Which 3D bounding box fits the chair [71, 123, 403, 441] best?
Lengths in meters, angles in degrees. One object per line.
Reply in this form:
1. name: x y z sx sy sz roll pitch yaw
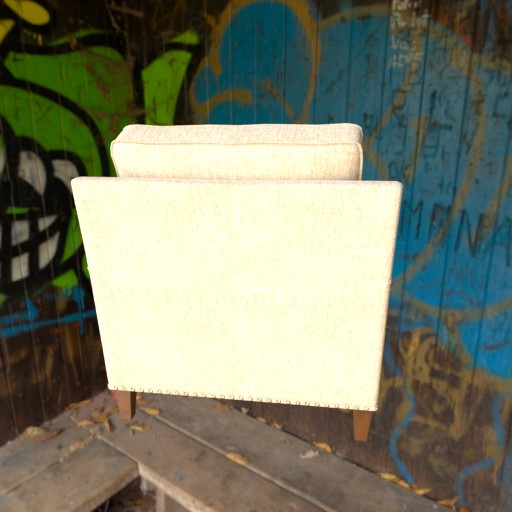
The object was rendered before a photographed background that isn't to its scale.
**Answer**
1. chair: 0.000 0.000 1.668 0.853 0.943 1.014 2 16 8
